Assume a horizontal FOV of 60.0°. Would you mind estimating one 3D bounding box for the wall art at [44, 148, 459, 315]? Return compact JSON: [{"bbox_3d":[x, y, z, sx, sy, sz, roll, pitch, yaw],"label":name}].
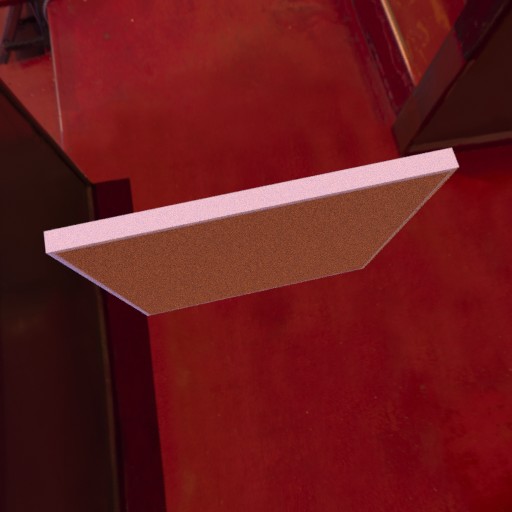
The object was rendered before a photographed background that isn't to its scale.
[{"bbox_3d":[0.000,0.000,1.177,0.768,0.765,0.041,-12,74,-3],"label":"wall art"}]
